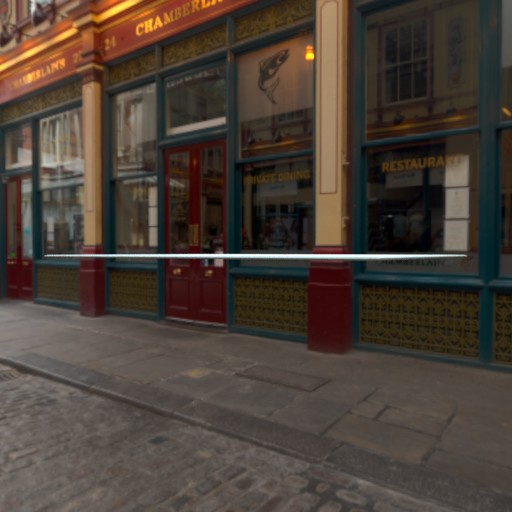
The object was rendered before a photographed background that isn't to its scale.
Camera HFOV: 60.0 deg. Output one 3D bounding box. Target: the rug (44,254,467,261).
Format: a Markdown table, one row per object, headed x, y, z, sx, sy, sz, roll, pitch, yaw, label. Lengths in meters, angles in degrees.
| x | y | z | sx | sy | sz | roll | pitch | yaw | label |
| --- | --- | --- | --- | --- | --- | --- | --- | --- | --- |
| 0.000 | 0.000 | 2.845 | 2.205 | 0.014 | 1.589 | 0 | 1 | 36 | rug |
